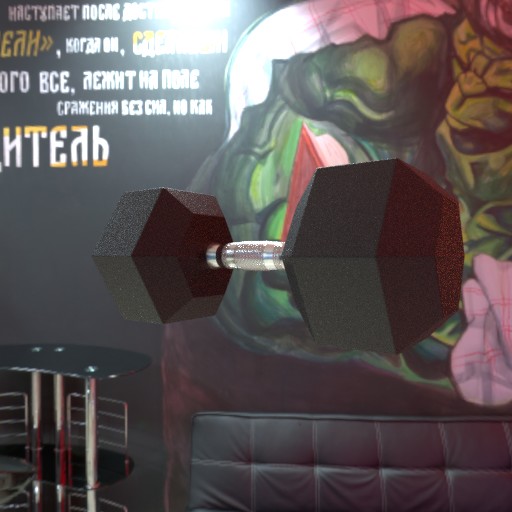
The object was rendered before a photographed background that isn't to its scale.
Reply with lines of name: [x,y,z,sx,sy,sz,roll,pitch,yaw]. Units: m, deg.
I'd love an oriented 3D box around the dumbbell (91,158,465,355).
dumbbell: [0.000,0.000,0.329,0.271,0.106,0.122,0,0,36]
